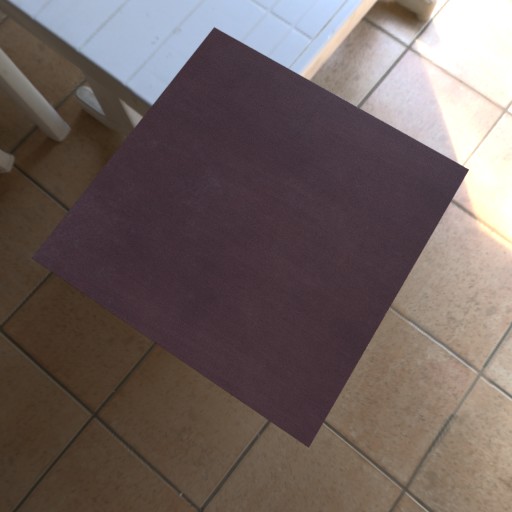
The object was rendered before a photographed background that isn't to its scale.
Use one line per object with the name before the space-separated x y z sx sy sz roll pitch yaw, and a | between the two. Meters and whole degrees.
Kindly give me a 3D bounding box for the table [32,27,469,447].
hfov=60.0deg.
table | 0.000 0.000 1.687 0.861 0.991 0.861 32 78 7
